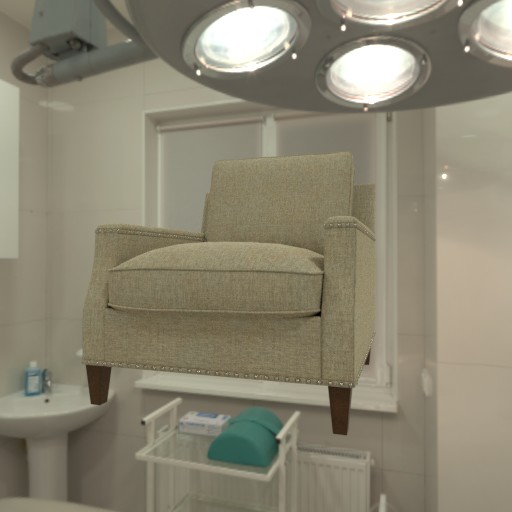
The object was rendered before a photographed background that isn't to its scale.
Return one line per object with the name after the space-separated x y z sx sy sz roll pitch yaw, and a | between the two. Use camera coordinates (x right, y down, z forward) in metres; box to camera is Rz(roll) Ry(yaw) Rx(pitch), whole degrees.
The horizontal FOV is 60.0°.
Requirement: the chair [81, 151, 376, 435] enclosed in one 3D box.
0.000 0.000 1.715 0.853 0.943 1.014 0 -1 18 | chair
